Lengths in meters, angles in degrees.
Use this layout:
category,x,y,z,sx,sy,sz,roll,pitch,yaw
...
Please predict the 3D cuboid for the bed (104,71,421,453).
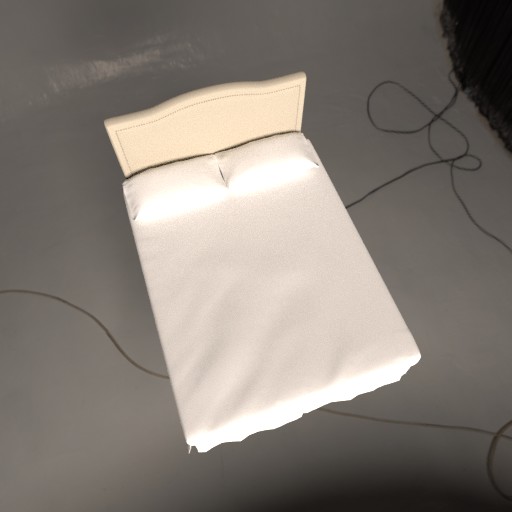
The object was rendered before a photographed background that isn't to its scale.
category,x,y,z,sx,sy,sz,roll,pitch,yaw
bed,0.000,0.000,3.642,1.977,1.437,2.477,-17,64,-9
